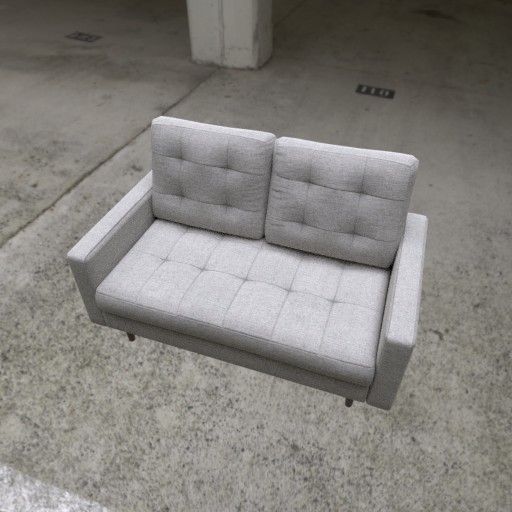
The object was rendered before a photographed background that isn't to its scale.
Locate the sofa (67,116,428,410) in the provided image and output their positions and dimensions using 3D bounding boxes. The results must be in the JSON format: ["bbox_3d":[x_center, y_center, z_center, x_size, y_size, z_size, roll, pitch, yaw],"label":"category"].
[{"bbox_3d":[0.000,0.000,2.002,1.407,0.907,0.842,13,43,14],"label":"sofa"}]
